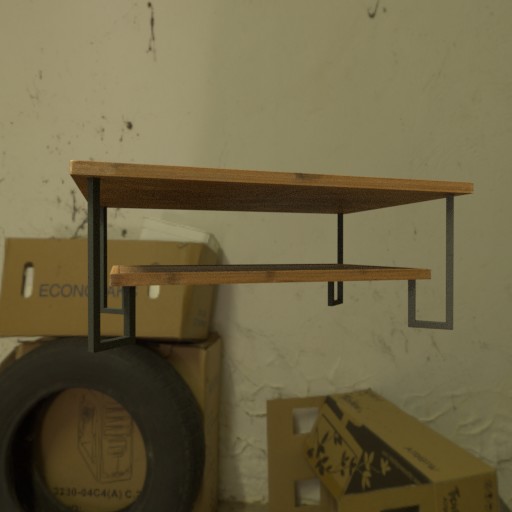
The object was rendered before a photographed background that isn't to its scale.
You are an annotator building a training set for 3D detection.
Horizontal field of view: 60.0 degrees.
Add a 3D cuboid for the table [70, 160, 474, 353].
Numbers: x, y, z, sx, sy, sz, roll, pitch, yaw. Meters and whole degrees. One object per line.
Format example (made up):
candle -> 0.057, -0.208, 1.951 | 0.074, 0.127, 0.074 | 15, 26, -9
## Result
table -> 0.000, 0.000, 1.702 | 1.238, 0.492, 0.877 | 0, 1, -17
